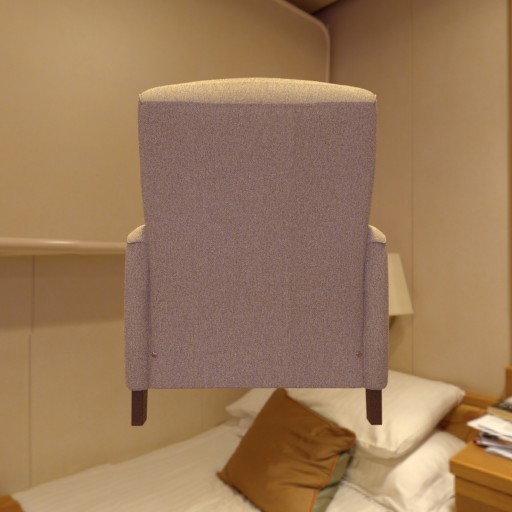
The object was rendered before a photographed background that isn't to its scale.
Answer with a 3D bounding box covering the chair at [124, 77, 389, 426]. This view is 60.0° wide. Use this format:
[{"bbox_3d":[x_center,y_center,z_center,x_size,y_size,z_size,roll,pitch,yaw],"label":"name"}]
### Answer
[{"bbox_3d":[0.000,0.000,1.664,0.848,1.014,0.864,0,0,-1],"label":"chair"}]
